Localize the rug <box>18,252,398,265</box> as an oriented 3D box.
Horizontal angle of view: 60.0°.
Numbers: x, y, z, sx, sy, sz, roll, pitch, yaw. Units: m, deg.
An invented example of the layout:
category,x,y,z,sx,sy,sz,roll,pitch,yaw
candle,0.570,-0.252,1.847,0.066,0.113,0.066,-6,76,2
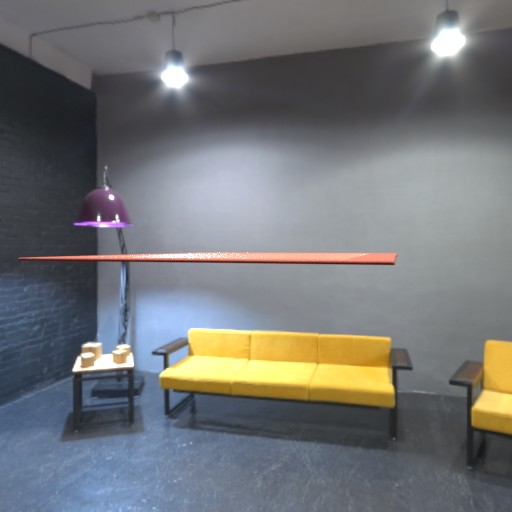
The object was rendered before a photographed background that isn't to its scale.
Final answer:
category,x,y,z,sx,sy,sz,roll,pitch,yaw
rug,0.000,0.000,4.000,2.430,0.018,2.976,0,1,18
